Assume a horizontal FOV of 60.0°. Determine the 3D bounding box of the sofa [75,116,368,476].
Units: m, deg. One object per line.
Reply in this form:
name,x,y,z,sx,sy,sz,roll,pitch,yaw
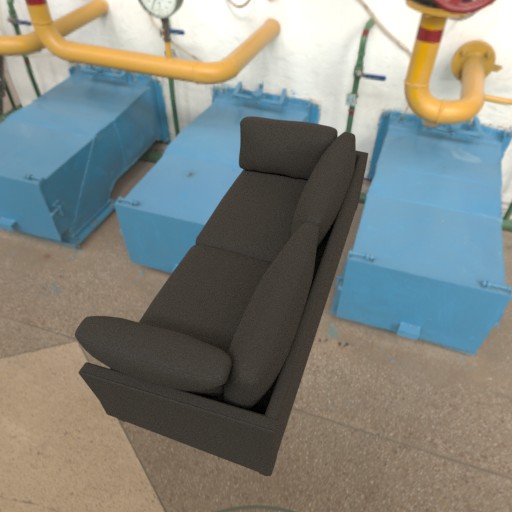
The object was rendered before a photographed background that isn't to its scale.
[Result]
sofa,0.000,0.000,2.798,0.969,0.792,2.312,14,47,14
